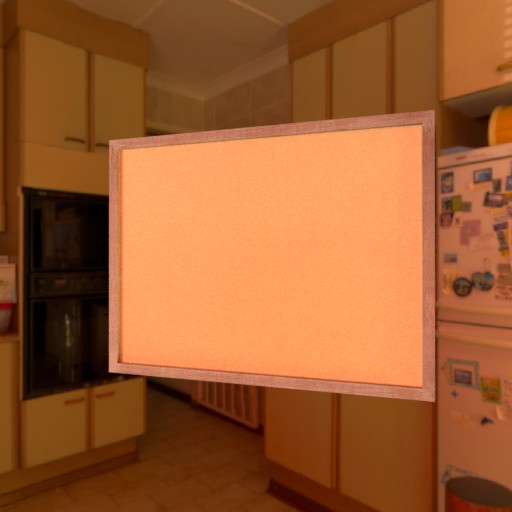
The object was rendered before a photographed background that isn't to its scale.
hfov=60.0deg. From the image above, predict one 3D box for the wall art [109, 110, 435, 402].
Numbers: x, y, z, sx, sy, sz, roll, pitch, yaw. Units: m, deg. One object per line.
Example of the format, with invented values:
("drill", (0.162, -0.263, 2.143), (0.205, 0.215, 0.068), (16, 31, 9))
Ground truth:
("wall art", (0.000, 0.000, 1.766), (1.320, 1.009, 0.070), (0, 0, 18))
